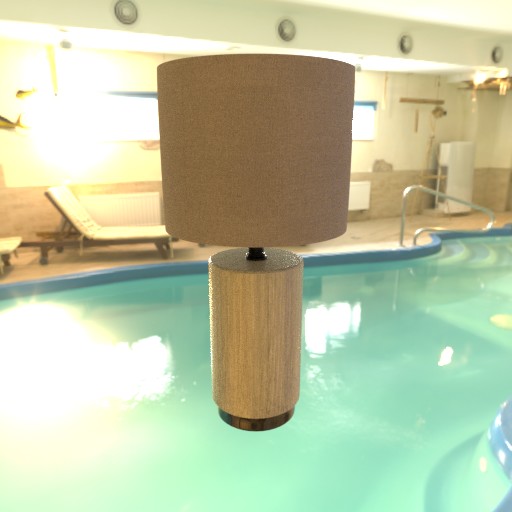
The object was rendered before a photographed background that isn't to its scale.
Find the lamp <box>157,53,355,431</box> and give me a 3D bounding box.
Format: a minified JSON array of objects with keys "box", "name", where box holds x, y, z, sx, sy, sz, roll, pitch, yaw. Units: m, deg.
[{"box":[0.000,0.000,0.572,0.228,0.444,0.228,15,21,43],"name":"lamp"}]
